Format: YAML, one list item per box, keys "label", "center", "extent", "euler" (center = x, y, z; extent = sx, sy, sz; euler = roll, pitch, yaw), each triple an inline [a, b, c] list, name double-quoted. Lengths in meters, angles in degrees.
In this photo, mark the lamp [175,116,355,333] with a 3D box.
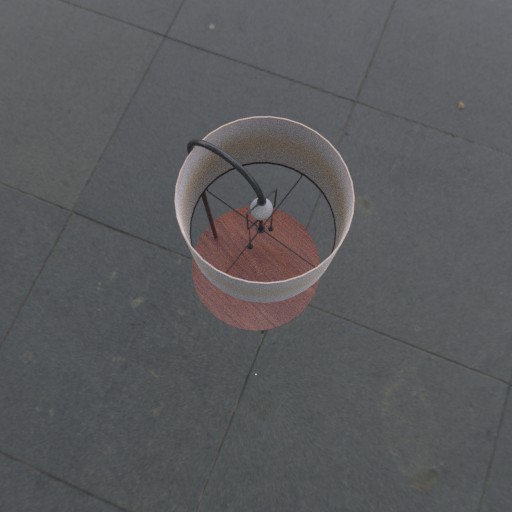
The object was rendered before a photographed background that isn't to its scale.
- label: "lamp"
  center: [0.000, 0.000, 1.813]
  extent: [0.573, 1.517, 0.573]
  euler: [0, 75, 0]
